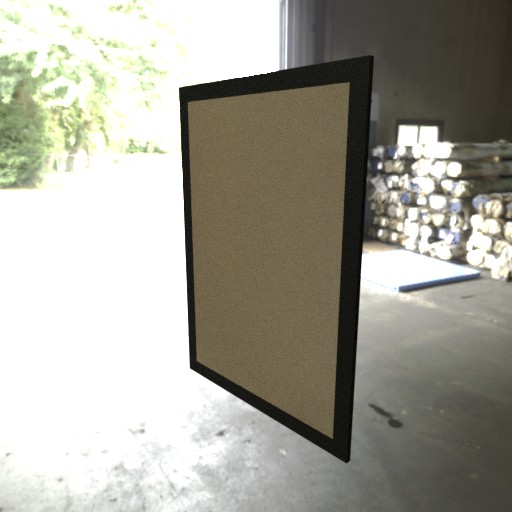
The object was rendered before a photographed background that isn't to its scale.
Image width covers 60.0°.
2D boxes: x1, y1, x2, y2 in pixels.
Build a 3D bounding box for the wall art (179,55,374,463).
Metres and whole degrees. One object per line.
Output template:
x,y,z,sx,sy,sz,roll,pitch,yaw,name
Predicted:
0.000,0.000,0.693,0.008,0.530,0.379,-13,19,-42,wall art
